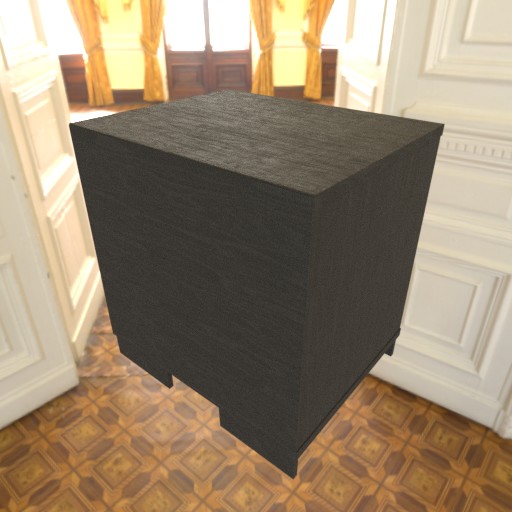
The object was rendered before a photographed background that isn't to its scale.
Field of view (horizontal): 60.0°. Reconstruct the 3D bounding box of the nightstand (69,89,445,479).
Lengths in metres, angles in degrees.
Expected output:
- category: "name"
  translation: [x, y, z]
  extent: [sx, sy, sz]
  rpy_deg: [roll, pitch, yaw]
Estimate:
- category: "nightstand"
  translation: [0.000, 0.000, 0.759]
  extent: [0.427, 0.448, 0.347]
  rpy_deg: [23, 37, 33]
